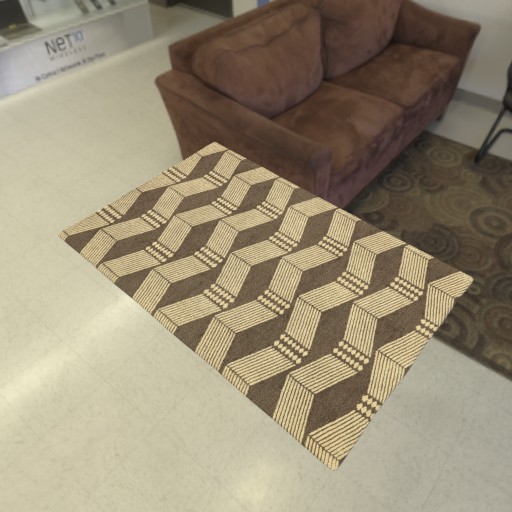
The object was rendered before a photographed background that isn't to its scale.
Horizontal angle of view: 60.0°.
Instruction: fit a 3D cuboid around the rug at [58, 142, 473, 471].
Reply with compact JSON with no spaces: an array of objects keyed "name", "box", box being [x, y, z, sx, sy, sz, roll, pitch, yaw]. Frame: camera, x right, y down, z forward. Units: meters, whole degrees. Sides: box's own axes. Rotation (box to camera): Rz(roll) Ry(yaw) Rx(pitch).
[{"name":"rug","box":[0.000,0.000,2.312,1.833,0.016,1.210,33,55,27]}]
